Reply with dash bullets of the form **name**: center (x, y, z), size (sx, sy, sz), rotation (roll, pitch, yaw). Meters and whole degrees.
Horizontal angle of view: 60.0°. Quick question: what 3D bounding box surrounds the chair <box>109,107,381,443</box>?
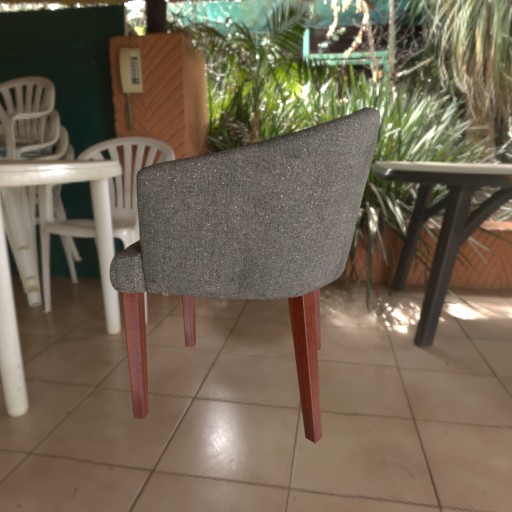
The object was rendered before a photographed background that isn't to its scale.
- **chair**: center (0.000, 0.000, 1.292), size (0.655, 0.811, 0.583), rotation (2, 14, 8)
